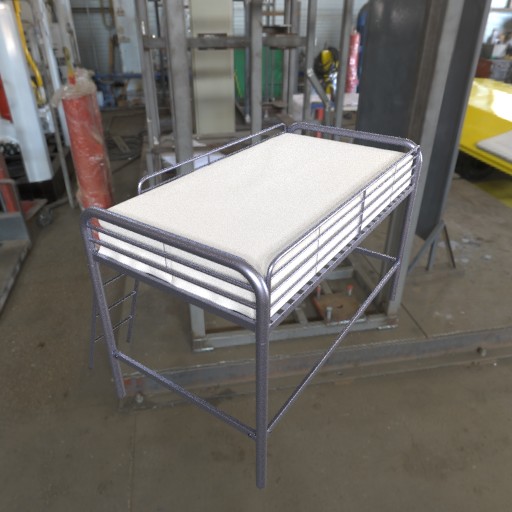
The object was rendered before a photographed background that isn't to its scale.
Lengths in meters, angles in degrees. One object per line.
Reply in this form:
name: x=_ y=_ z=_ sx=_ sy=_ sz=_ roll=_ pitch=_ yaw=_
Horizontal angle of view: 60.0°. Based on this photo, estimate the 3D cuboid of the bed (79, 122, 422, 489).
bed: x=0.000 y=0.000 z=2.917 sx=1.415 sy=1.288 sz=1.965 roll=19 pitch=35 yaw=29
